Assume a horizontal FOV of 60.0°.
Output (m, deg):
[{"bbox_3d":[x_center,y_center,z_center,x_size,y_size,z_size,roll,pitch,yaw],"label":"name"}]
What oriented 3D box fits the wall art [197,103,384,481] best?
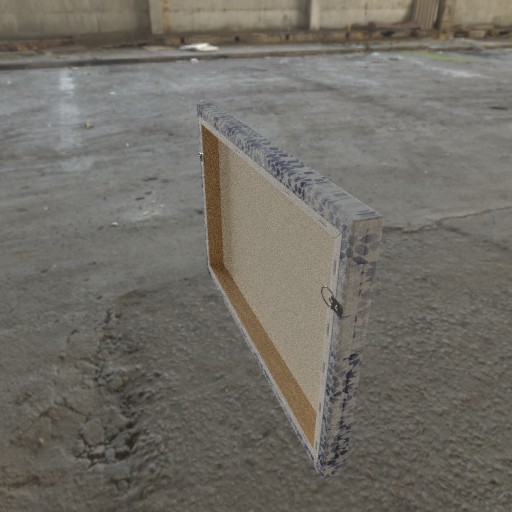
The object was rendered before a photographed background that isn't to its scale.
[{"bbox_3d":[0.000,0.000,1.162,0.057,0.608,0.911,-11,32,-18],"label":"wall art"}]
